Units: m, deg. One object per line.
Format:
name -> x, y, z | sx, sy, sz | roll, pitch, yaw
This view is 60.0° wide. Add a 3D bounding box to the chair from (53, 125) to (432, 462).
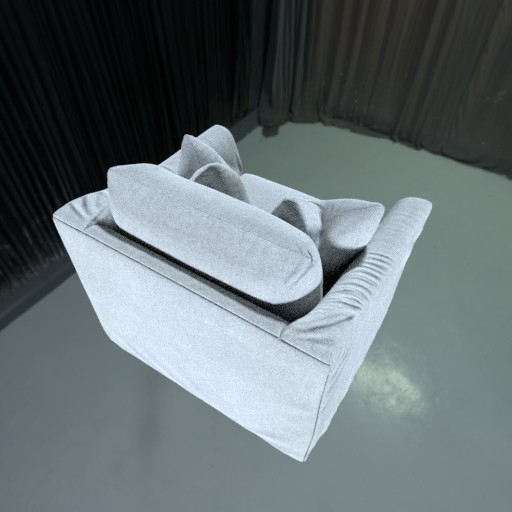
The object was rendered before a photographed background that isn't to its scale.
chair -> 0.000, 0.000, 2.009 | 1.194, 1.059, 1.071 | 25, 52, 21
